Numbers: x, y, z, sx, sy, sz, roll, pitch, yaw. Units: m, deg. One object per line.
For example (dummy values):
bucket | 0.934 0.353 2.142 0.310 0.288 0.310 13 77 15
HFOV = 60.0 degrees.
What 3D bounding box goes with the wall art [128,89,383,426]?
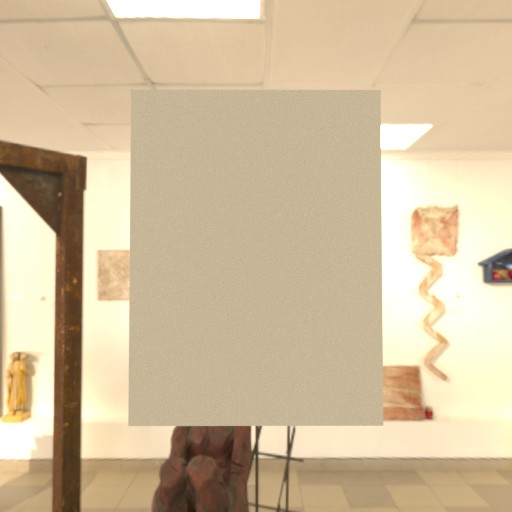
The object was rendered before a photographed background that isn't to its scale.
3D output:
wall art | 0.000 0.000 0.805 0.457 0.609 0.003 0 -2 0
